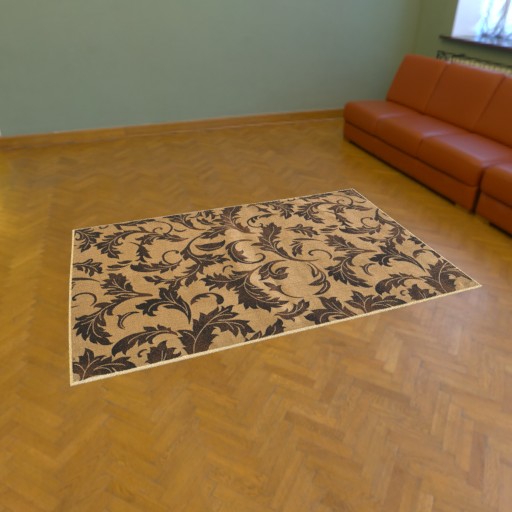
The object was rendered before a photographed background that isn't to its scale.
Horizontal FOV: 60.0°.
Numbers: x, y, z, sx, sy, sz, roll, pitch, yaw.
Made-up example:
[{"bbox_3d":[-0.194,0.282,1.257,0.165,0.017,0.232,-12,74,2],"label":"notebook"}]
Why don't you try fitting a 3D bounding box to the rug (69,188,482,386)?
[{"bbox_3d":[0.000,0.000,2.878,2.284,0.008,1.522,-10,34,-16],"label":"rug"}]
